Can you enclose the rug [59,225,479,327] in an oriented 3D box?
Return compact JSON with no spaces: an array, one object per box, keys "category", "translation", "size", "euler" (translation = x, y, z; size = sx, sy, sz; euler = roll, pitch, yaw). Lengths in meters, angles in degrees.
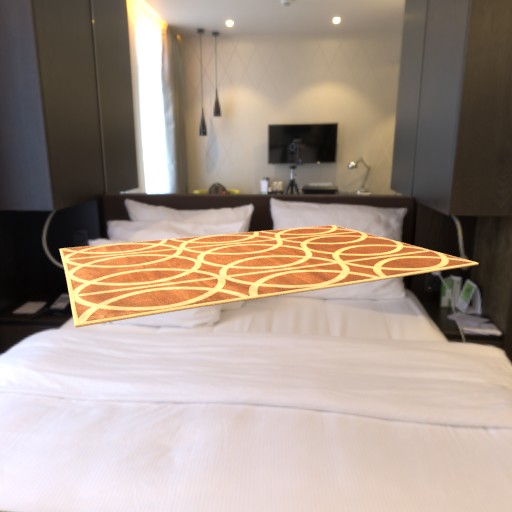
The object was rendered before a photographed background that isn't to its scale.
[{"category":"rug","translation":[0.000,0.000,2.878],"size":[2.290,0.014,1.526],"euler":[-6,15,-25]}]
